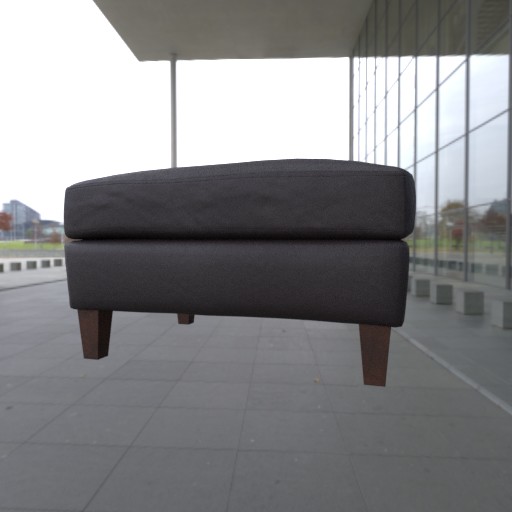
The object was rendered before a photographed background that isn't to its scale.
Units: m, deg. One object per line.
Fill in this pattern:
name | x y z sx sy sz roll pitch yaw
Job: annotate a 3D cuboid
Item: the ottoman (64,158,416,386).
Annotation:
ottoman | 0.000 0.000 1.312 0.887 0.529 0.659 0 2 18
